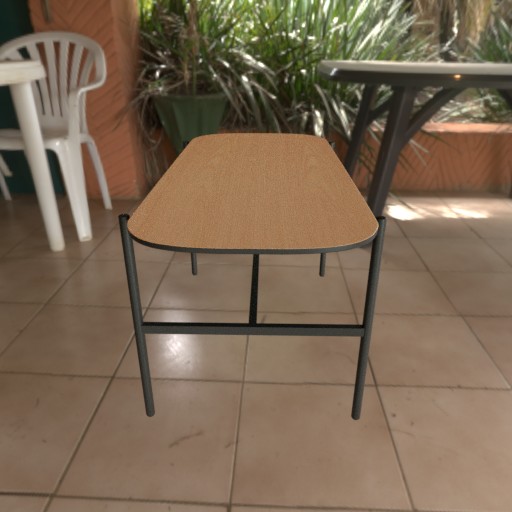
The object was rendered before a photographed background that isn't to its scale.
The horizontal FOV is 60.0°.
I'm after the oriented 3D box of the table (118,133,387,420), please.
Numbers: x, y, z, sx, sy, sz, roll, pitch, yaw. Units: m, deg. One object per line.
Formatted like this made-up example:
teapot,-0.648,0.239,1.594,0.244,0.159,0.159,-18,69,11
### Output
table,0.000,0.000,0.997,0.400,0.400,0.800,1,25,1
